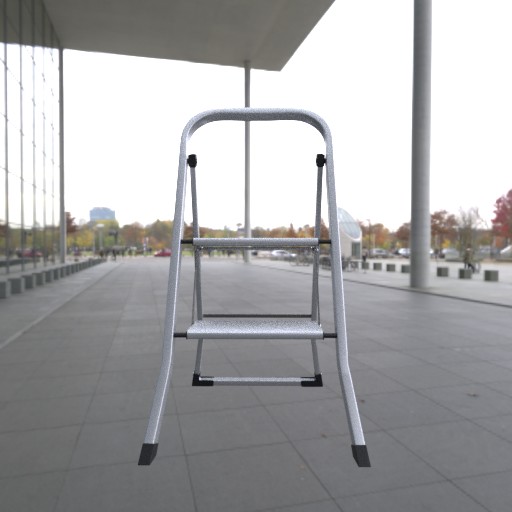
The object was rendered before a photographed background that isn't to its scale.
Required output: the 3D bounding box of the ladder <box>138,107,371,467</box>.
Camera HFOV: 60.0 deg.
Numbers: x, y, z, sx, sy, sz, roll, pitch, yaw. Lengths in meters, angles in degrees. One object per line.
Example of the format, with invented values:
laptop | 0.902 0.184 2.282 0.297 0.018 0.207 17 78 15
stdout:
ladder | 0.000 0.000 1.140 0.465 0.830 0.530 0 1 1
